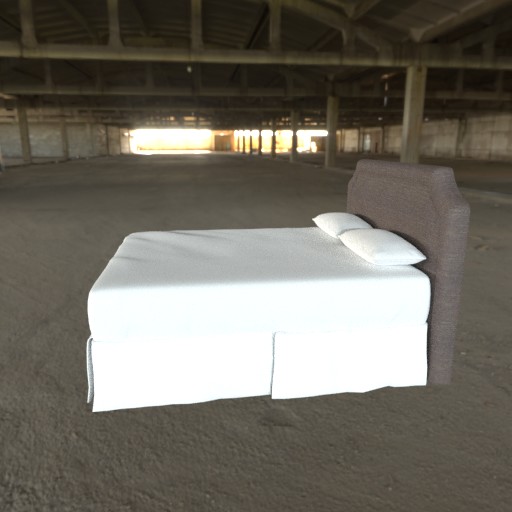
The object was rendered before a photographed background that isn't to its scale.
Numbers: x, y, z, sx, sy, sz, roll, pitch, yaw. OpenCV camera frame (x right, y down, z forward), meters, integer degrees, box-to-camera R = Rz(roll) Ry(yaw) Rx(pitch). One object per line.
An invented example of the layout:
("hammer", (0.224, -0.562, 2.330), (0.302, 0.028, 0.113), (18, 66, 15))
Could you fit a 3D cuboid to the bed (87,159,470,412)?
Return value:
("bed", (0.000, 0.000, 3.138), (2.116, 1.290, 1.693), (-2, 14, -7))
